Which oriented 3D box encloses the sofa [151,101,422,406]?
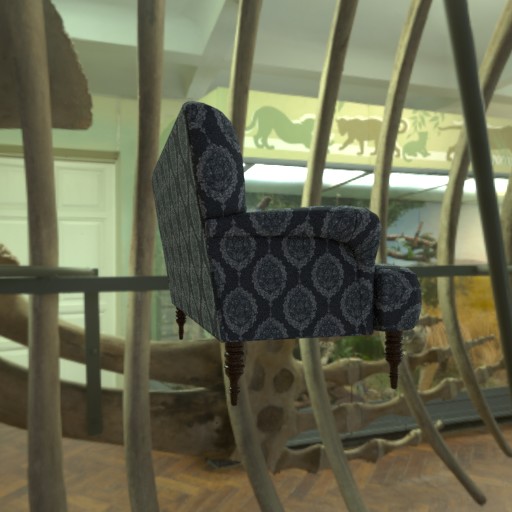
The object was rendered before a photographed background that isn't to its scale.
[{"bbox_3d":[0.000,0.000,1.869,0.779,0.867,1.297,0,0,-18],"label":"sofa"}]
